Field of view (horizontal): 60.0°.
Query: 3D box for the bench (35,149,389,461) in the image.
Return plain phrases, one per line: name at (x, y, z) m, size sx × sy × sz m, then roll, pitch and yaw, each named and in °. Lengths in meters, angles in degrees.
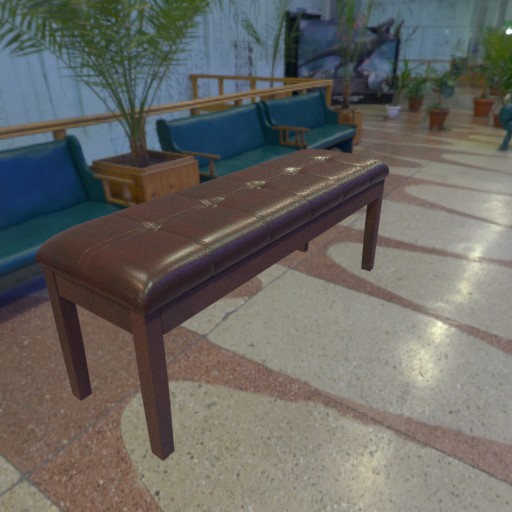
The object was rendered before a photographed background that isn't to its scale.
bench at (0.000, 0.000, 1.476) m, size 0.401 × 0.491 × 1.259 m, roll 18°, pitch 31°, yaw 32°
